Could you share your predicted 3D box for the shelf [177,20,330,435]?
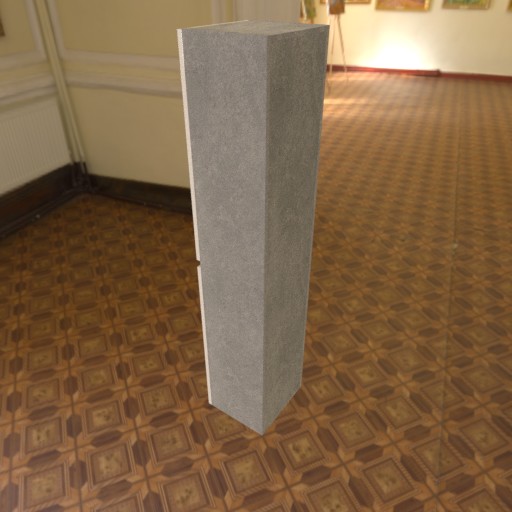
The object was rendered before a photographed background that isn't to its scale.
[{"bbox_3d":[0.000,0.000,1.517,0.270,1.400,0.300,21,38,29],"label":"shelf"}]
